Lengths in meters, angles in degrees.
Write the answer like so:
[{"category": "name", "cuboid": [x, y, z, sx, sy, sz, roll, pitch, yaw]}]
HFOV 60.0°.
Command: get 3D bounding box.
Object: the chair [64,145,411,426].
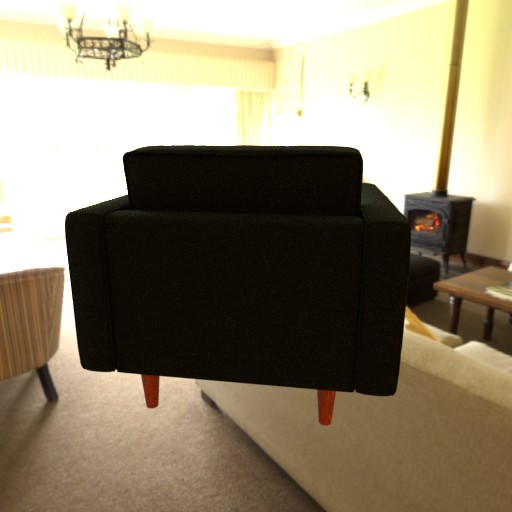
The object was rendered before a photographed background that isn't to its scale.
[{"category": "chair", "cuboid": [0.000, 0.000, 1.568, 0.899, 0.770, 0.920, 2, 15, 9]}]
